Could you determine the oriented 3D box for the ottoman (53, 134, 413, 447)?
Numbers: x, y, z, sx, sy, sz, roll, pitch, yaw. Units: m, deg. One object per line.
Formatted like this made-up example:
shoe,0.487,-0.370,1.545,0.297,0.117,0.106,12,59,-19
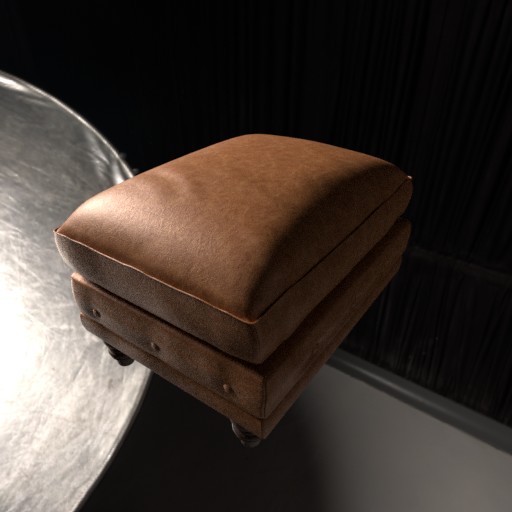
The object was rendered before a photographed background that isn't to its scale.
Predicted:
ottoman,0.000,0.000,1.084,0.533,0.480,0.710,21,37,29
